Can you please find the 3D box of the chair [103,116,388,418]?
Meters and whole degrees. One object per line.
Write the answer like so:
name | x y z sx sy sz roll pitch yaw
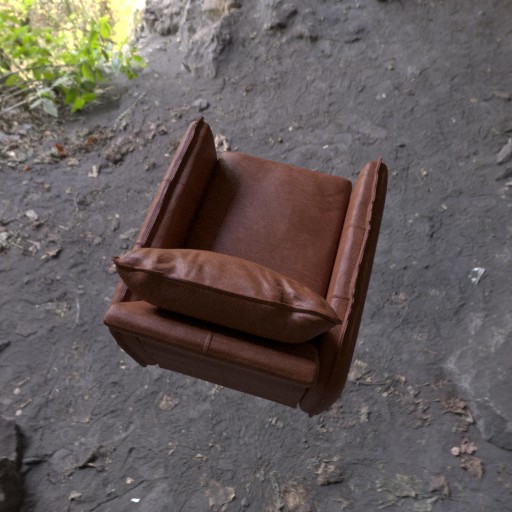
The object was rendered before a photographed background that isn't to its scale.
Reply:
chair | 0.000 0.000 1.617 0.830 0.922 0.922 15 65 7
